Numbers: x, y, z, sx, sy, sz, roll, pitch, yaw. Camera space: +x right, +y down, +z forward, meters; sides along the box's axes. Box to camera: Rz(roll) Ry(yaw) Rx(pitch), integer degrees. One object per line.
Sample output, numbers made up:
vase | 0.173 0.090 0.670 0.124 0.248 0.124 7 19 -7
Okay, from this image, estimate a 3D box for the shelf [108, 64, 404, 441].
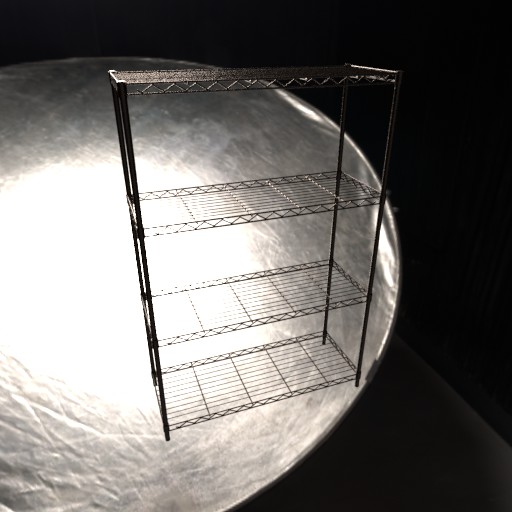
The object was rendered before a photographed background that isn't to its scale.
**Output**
shelf | 0.000 0.000 1.760 0.907 1.361 0.352 -10 29 -18
